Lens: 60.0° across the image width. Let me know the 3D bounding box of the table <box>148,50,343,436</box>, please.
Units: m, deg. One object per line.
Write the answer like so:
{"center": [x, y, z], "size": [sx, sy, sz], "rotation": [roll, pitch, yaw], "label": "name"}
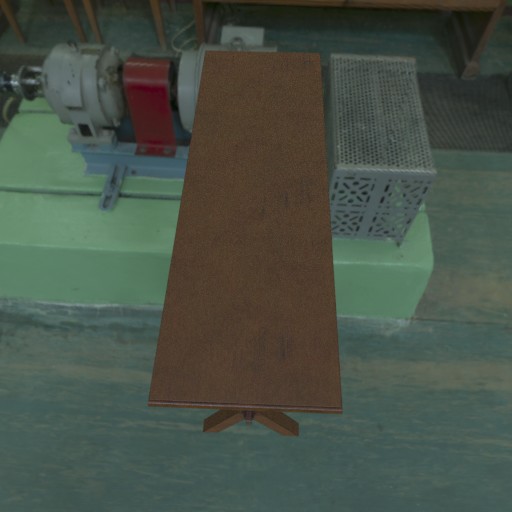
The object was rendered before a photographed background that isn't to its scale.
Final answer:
{"center": [0.000, 0.000, 1.536], "size": [0.399, 0.763, 1.197], "rotation": [2, 58, 1], "label": "table"}
